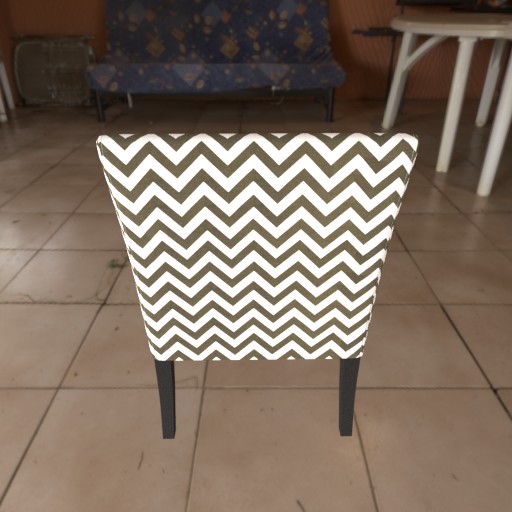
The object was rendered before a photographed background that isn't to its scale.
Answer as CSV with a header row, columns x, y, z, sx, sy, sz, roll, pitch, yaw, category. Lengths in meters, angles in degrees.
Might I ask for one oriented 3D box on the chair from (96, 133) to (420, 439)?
x,y,z,sx,sy,sz,roll,pitch,yaw,category
0.000,0.000,1.267,0.589,0.838,0.648,0,29,-1,chair
